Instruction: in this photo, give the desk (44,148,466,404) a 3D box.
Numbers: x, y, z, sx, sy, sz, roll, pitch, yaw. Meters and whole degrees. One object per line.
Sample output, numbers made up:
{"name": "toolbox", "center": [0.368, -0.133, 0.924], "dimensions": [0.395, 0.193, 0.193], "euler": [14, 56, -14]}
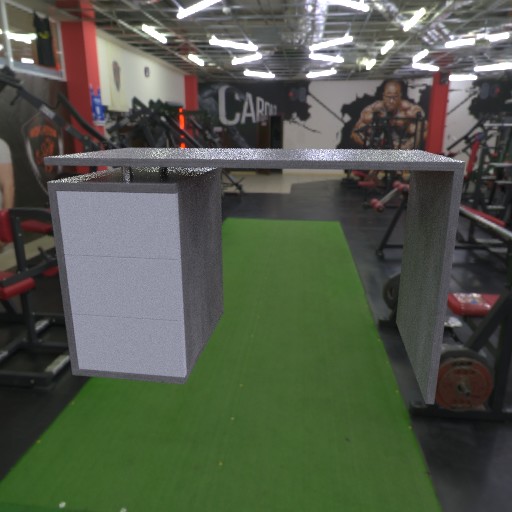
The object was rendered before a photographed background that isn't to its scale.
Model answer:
{"name": "desk", "center": [0.000, 0.000, 1.635], "dimensions": [1.200, 0.740, 0.600], "euler": [2, 17, 8]}
